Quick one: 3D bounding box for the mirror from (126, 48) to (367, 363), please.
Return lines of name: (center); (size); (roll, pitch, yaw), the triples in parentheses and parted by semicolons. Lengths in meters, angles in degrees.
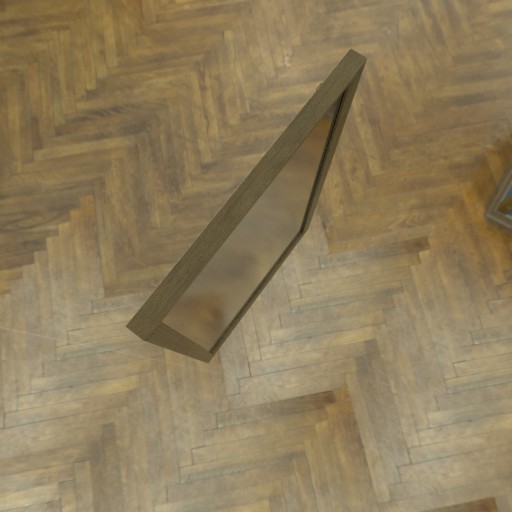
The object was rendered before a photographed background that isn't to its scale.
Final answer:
mirror: (0.000, 0.000, 1.158); (0.040, 0.915, 0.609); (35, 77, 9)
